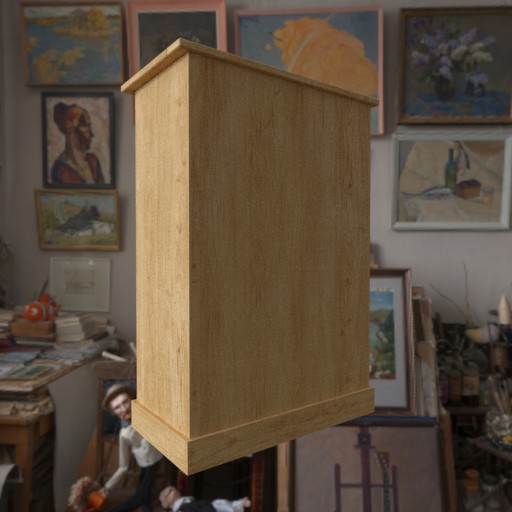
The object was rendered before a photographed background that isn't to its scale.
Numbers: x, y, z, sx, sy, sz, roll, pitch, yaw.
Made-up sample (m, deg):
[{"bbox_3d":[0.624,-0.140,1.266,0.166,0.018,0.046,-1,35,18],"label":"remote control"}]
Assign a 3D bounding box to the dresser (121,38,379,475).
[{"bbox_3d":[0.000,0.000,1.770,0.915,1.300,0.485,-1,1,-37],"label":"dresser"}]
